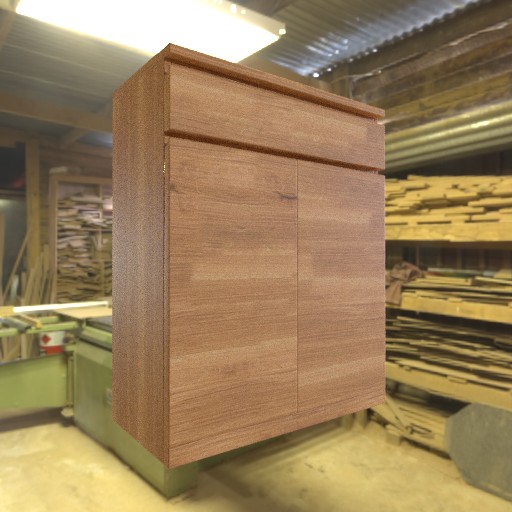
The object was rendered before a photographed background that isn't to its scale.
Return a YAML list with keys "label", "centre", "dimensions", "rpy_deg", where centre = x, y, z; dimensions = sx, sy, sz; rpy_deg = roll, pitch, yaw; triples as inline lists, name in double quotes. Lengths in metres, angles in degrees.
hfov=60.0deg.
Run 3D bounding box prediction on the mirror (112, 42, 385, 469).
- label: "mirror"
  centre: [0.000, 0.000, 1.434]
  dimensions: [0.800, 1.000, 0.400]
  rpy_deg: [0, -1, -36]
